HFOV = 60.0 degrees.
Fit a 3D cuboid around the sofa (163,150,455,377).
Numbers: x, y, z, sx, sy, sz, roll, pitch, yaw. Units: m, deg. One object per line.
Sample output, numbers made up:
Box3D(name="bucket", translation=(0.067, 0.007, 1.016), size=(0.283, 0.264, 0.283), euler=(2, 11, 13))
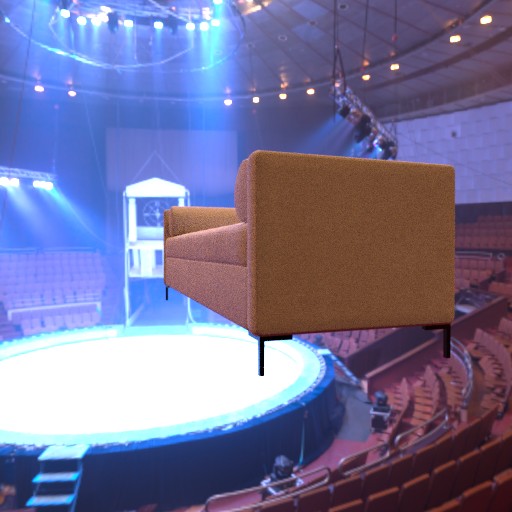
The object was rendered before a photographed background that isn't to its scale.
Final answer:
Box3D(name="sofa", translation=(0.000, 0.000, 2.246), size=(0.686, 0.635, 1.981), euler=(0, 1, -19))
